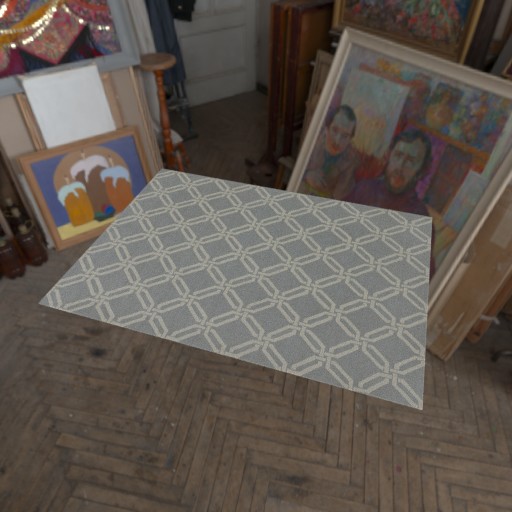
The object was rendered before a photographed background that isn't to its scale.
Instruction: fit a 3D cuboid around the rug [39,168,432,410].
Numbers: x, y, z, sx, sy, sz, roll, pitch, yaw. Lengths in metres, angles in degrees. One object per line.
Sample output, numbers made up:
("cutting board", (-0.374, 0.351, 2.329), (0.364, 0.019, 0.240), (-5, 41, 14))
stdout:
("rug", (0.000, 0.000, 4.489), (3.353, 0.013, 2.438), (12, 44, 13))
